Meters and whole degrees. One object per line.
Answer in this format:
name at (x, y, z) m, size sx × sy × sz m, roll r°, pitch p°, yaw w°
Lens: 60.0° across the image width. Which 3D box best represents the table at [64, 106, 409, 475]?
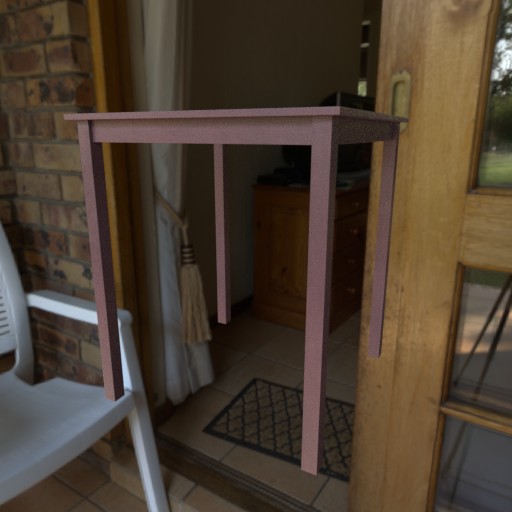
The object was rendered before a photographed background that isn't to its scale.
table at (0.000, 0.000, 1.646) m, size 0.861 × 0.991 × 0.861 m, roll 8°, pitch 17°, yaw 27°
